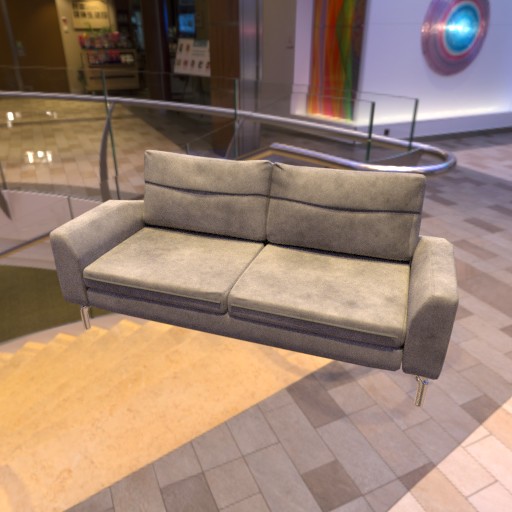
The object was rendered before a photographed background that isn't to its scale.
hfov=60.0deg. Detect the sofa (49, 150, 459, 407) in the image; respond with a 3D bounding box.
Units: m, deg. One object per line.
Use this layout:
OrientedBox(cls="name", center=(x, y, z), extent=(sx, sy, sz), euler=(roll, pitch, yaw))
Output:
OrientedBox(cls="sofa", center=(0.000, 0.000, 2.275), extent=(1.837, 0.859, 0.849), euler=(9, 28, 17))
